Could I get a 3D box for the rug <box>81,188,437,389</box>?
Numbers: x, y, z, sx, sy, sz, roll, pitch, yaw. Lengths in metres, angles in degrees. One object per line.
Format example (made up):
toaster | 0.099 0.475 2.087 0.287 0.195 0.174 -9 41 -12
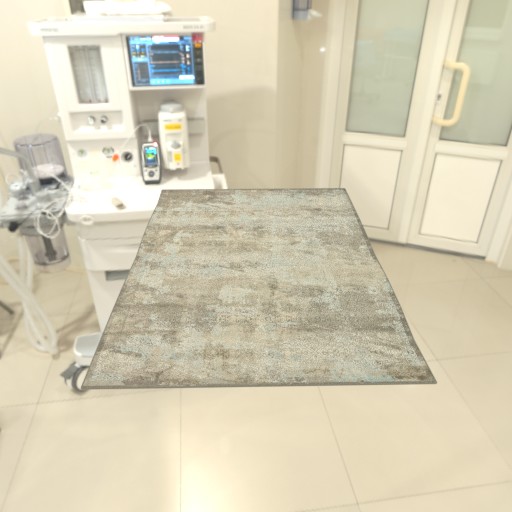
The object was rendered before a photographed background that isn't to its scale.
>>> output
rug | 0.000 0.000 4.362 2.393 0.013 3.307 -1 32 -1
